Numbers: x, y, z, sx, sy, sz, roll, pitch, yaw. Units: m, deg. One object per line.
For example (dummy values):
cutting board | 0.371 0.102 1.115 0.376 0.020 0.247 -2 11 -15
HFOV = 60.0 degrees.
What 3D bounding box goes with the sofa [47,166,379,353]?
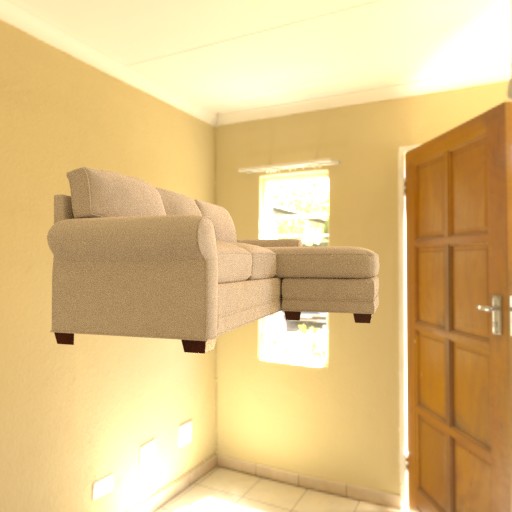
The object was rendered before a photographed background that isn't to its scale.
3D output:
sofa | 0.000 0.000 2.377 1.226 0.734 1.770 0 -1 18
